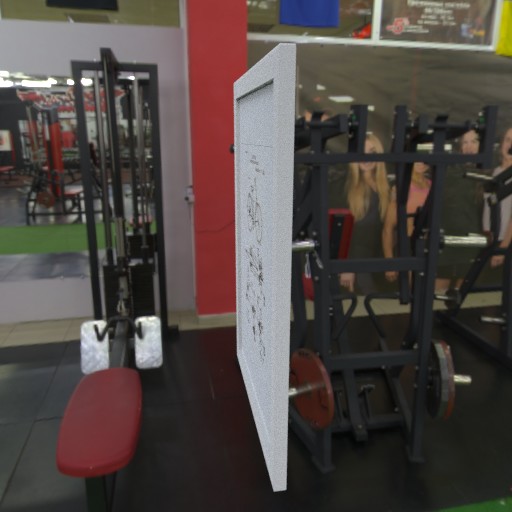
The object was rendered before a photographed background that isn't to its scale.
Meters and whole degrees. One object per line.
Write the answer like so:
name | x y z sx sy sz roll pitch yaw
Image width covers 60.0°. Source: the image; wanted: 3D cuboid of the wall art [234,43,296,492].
wall art | 0.000 0.000 0.609 0.015 0.477 0.332 -3 16 -9
